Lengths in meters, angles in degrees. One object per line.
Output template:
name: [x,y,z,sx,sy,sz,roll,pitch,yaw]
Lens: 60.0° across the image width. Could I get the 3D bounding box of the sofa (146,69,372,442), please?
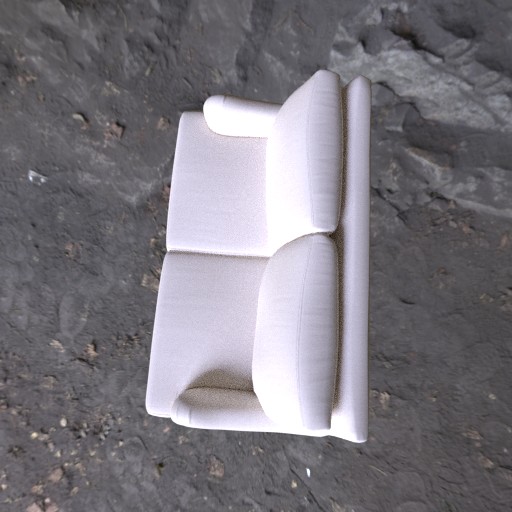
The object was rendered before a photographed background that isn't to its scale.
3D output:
sofa: [0.000,0.000,2.529,1.084,1.101,1.853,4,76,1]
